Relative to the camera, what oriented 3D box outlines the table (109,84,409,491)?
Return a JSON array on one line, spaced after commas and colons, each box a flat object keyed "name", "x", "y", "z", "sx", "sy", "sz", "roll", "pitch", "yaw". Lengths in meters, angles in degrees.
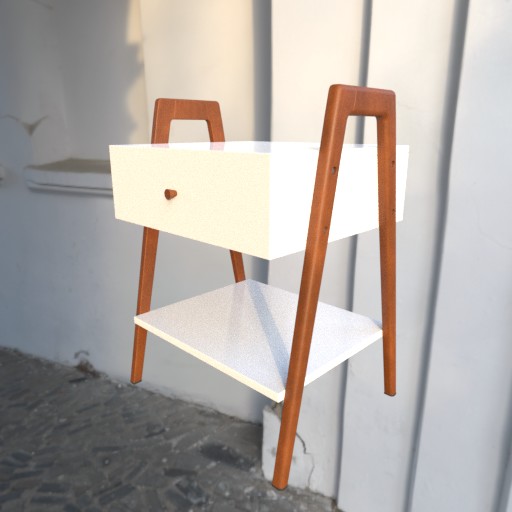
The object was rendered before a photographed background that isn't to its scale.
[{"name": "table", "x": 0.000, "y": 0.000, "z": 0.887, "sx": 0.457, "sy": 0.610, "sz": 0.405, "roll": 15, "pitch": 22, "yaw": 42}]
